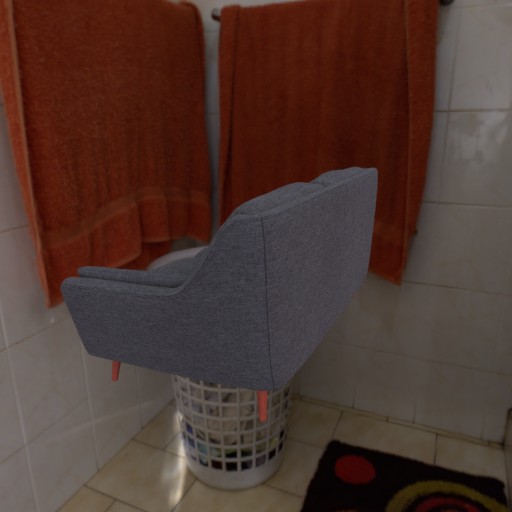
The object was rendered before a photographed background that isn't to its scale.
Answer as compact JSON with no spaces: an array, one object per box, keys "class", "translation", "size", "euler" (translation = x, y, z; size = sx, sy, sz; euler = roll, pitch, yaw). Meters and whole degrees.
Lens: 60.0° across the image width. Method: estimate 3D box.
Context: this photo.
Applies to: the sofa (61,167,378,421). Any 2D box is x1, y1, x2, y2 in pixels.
[{"class":"sofa","translation":[0.000,0.000,2.465],"size":[0.975,0.896,1.929],"euler":[8,18,25]}]
